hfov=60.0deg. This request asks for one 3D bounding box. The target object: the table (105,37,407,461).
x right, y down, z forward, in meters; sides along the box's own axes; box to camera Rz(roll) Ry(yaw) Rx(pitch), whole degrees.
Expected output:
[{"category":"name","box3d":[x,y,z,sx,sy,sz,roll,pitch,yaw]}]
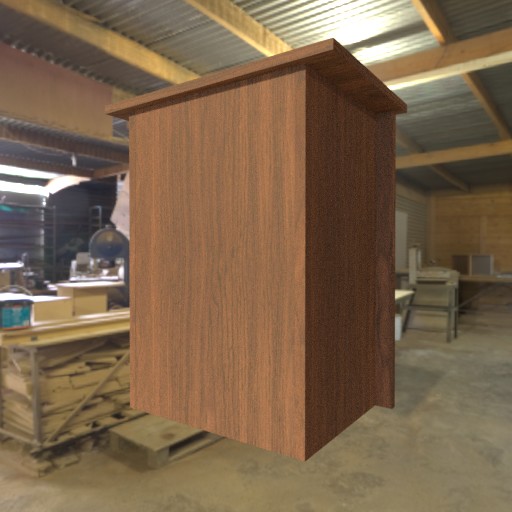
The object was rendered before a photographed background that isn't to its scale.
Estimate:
[{"category":"table","box3d":[0.000,0.000,1.052,0.589,0.711,0.406,0,1,35]}]
